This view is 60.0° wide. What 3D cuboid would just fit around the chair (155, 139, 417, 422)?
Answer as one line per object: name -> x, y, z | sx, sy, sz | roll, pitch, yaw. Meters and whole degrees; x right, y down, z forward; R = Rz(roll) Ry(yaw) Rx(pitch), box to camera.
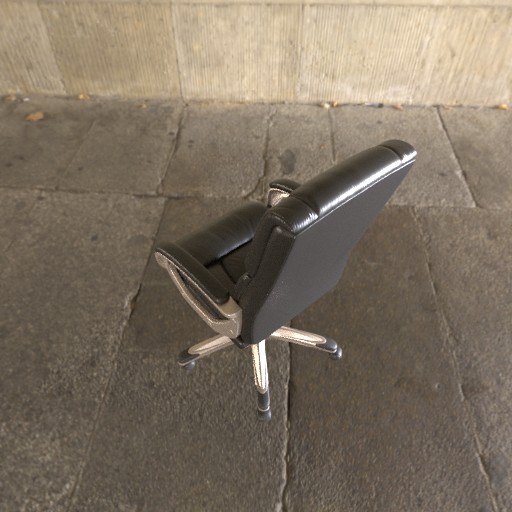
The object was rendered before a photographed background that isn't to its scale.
chair -> 0.000, 0.000, 1.644 | 0.700, 1.145, 0.780 | -32, 55, -27
